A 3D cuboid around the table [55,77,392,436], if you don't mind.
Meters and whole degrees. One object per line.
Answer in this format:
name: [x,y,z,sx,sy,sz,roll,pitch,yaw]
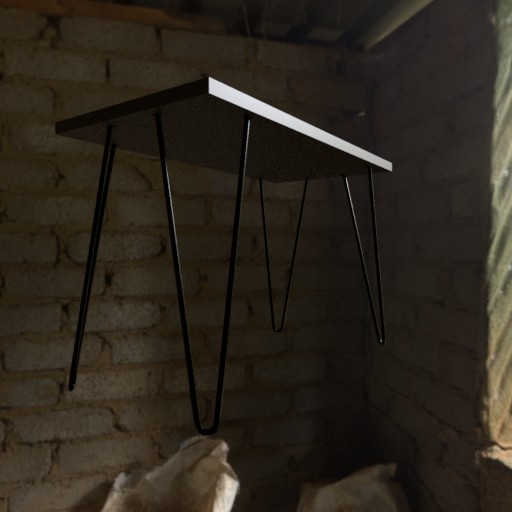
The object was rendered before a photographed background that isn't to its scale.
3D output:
table: [0.000,0.000,1.346,0.499,0.660,0.991,1,1,35]
